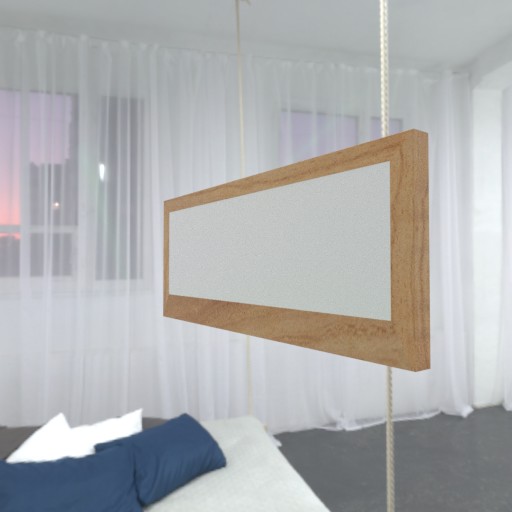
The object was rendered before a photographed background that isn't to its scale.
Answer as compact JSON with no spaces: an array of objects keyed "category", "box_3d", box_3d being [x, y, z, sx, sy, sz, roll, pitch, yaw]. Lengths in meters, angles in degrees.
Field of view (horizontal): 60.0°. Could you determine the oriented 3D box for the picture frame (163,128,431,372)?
[{"category":"picture frame","box_3d":[0.000,0.000,0.674,0.045,0.234,0.582,1,-2,-36]}]
